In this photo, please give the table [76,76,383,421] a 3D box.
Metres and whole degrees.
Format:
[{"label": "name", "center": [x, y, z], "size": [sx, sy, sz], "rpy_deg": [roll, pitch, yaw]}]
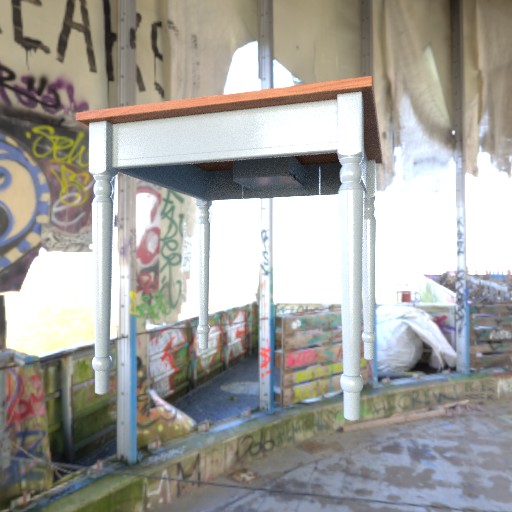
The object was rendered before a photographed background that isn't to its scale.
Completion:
[{"label": "table", "center": [0.000, 0.000, 1.390], "size": [0.747, 0.738, 0.747], "rpy_deg": [0, -1, 18]}]
